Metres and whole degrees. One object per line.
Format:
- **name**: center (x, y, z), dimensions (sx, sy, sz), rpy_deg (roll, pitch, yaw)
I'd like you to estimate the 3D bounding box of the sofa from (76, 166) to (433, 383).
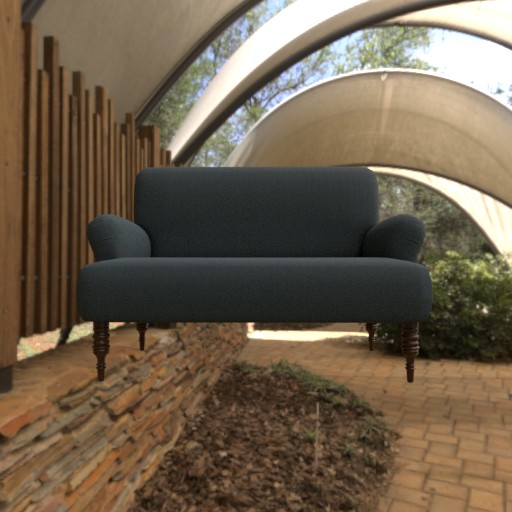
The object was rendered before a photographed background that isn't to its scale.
- **sofa**: center (0.000, 0.000, 1.854), dimensions (1.297, 0.889, 0.779), rpy_deg (0, -1, 1)
